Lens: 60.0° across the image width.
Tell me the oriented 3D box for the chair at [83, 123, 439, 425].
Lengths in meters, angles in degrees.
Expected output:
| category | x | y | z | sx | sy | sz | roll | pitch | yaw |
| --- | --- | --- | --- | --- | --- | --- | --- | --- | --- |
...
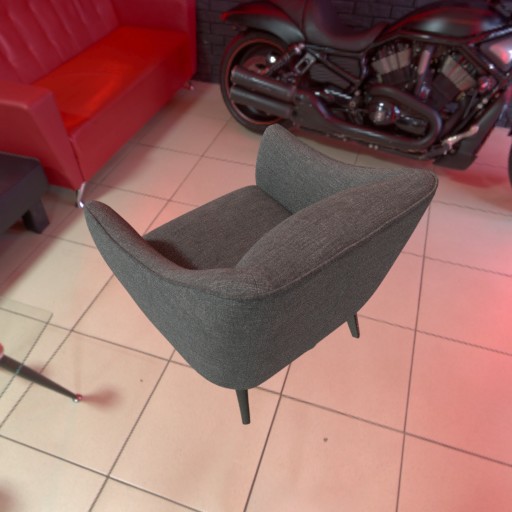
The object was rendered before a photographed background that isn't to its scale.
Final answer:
| category | x | y | z | sx | sy | sz | roll | pitch | yaw |
| --- | --- | --- | --- | --- | --- | --- | --- | --- | --- |
| chair | 0.000 | 0.000 | 1.572 | 0.870 | 0.829 | 0.851 | -30 | 53 | -26 |
